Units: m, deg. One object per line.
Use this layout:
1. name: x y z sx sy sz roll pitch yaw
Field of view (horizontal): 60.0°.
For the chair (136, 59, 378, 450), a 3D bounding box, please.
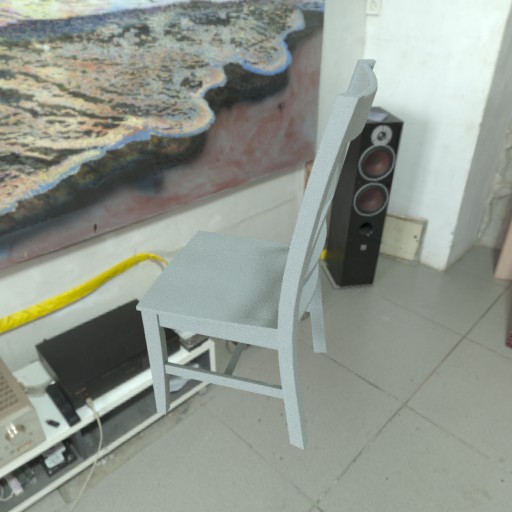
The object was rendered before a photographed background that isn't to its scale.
1. chair: 0.000 0.000 1.253 0.542 0.983 0.485 8 32 13
